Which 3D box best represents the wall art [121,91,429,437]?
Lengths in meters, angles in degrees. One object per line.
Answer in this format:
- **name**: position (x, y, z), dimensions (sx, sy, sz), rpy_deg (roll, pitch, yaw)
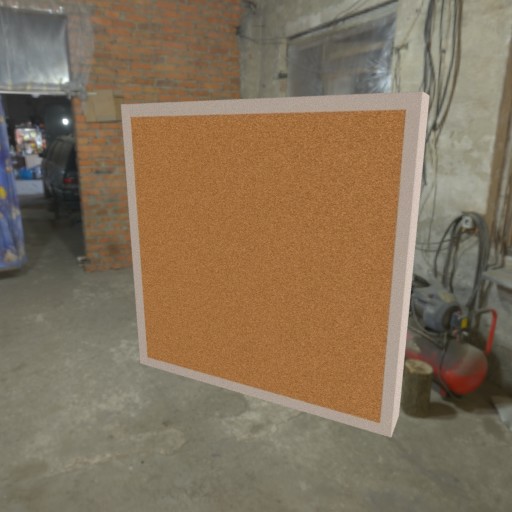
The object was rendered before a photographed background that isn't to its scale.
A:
- **wall art**: position (0.000, 0.000, 0.459), dimensions (0.305, 0.305, 0.038), rpy_deg (8, 17, 26)
